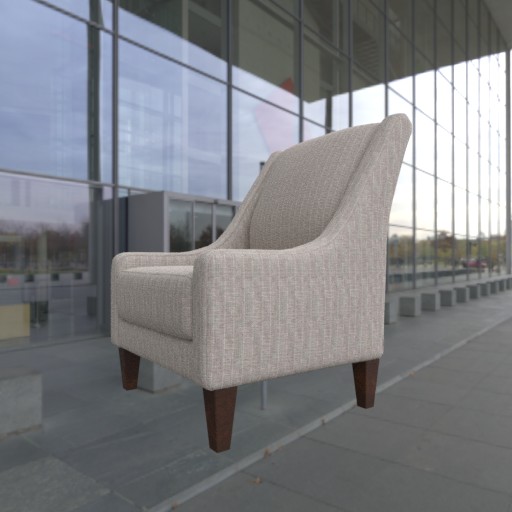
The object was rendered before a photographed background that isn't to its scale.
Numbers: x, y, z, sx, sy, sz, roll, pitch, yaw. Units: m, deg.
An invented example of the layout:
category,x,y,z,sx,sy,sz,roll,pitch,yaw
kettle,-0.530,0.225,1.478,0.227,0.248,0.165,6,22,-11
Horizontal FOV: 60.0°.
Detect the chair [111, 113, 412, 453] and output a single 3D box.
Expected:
category,x,y,z,sx,sy,sz,roll,pitch,yaw
chair,0.000,0.000,1.637,0.870,1.014,0.774,0,0,-36
